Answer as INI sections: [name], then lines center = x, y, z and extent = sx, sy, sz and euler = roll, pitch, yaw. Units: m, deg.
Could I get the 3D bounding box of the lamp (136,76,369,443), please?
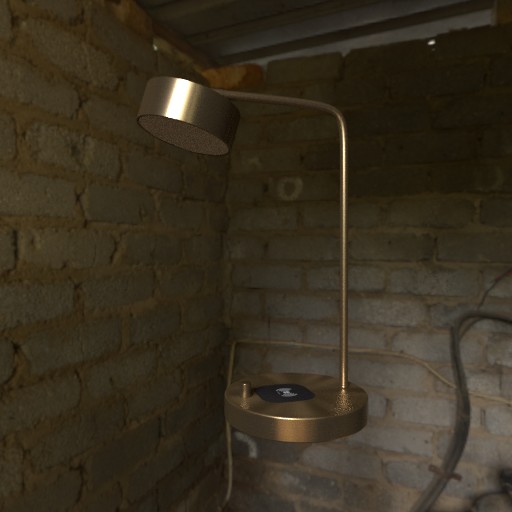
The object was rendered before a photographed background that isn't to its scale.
[lamp]
center = 0.000, 0.000, 0.519
extent = 0.270, 0.380, 0.171
euler = 0, 1, -16
